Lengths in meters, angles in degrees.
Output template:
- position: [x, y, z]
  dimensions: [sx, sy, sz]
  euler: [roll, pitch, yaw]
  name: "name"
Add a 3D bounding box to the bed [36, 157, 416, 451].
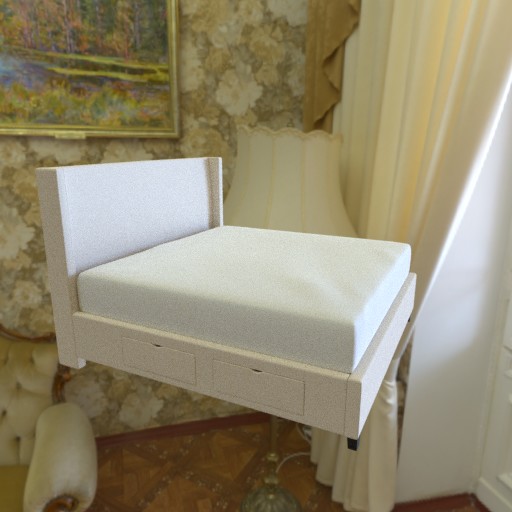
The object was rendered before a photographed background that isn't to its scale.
- position: [0.000, 0.000, 3.611]
  dimensions: [2.293, 1.471, 2.145]
  euler: [7, 16, 26]
  name: "bed"
